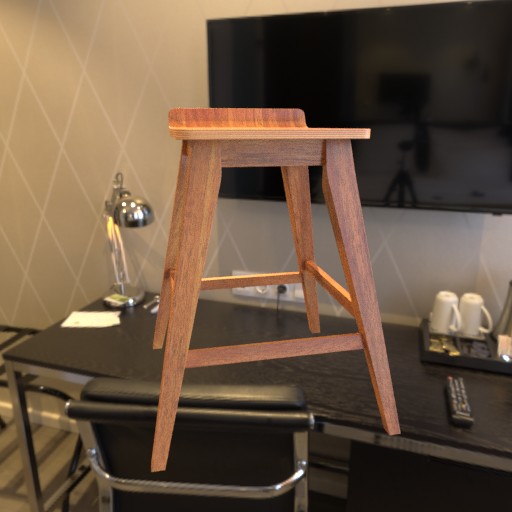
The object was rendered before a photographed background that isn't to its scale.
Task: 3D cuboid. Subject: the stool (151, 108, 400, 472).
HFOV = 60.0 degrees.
[{"bbox_3d":[0.000,0.000,1.005,0.500,0.650,0.500,-3,17,-12],"label":"stool"}]
